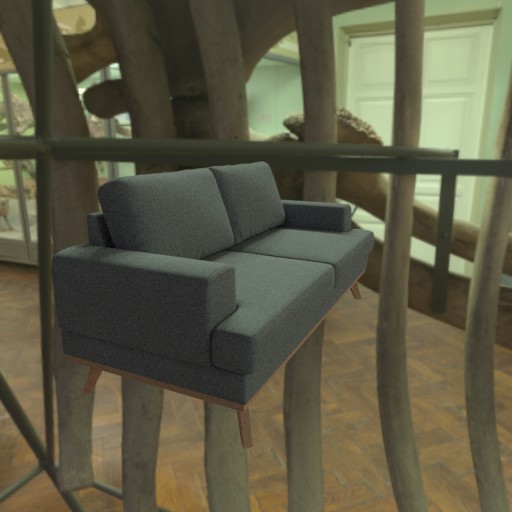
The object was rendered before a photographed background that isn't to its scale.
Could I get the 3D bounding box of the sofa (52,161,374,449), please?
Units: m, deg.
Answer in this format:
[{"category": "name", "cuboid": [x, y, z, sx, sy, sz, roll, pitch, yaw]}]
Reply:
[{"category": "sofa", "cuboid": [0.000, 0.000, 2.084, 0.785, 0.810, 1.650, 7, 16, 25]}]
